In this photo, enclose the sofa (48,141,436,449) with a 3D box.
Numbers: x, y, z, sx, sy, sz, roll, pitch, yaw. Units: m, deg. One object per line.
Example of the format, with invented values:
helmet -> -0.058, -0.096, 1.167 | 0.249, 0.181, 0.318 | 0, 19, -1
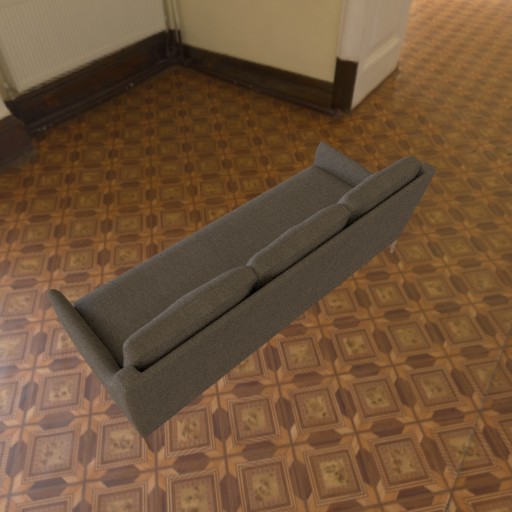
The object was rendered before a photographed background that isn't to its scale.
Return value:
sofa -> 0.000, 0.000, 2.518 | 2.060, 0.837, 0.849 | -33, 55, -28
